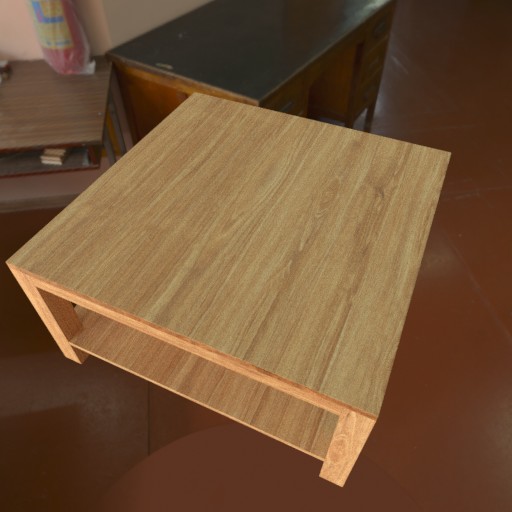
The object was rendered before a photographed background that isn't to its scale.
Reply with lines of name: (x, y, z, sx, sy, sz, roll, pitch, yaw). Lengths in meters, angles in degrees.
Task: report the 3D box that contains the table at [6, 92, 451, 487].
table: (0.000, 0.000, 1.370, 0.900, 0.450, 0.900, 19, 51, 16)
